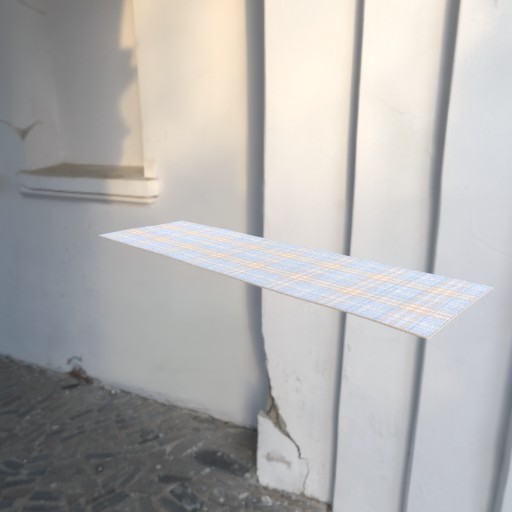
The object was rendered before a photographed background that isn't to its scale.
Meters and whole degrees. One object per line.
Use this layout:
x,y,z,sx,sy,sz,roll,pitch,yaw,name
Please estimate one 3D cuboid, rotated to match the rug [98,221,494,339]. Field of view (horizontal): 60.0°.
0.000,0.000,2.679,2.439,0.013,0.762,14,21,42,rug
